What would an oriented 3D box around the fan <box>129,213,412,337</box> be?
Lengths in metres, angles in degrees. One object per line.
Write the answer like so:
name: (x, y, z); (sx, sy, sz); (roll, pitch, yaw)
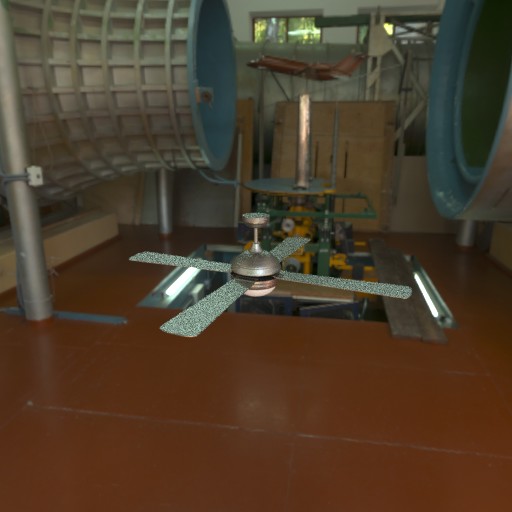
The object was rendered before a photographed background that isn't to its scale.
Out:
fan: (0.000, 0.000, 2.050); (1.321, 0.381, 1.321); (15, 23, 41)
